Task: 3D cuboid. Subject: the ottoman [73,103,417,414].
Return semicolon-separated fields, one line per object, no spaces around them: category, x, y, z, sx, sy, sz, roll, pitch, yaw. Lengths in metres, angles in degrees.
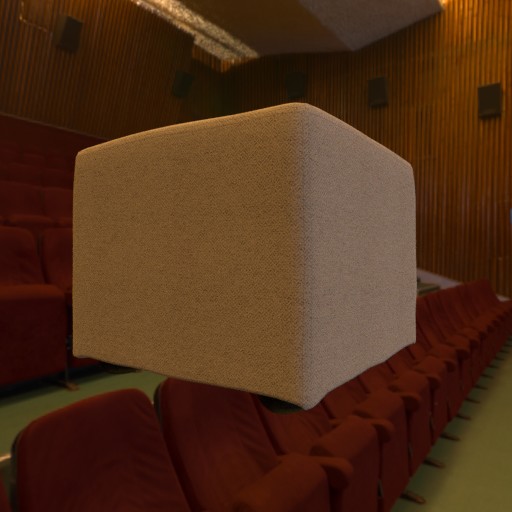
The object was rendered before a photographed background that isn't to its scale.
ottoman;0.000;0.000;0.903;0.512;0.453;0.521;0;0;35
